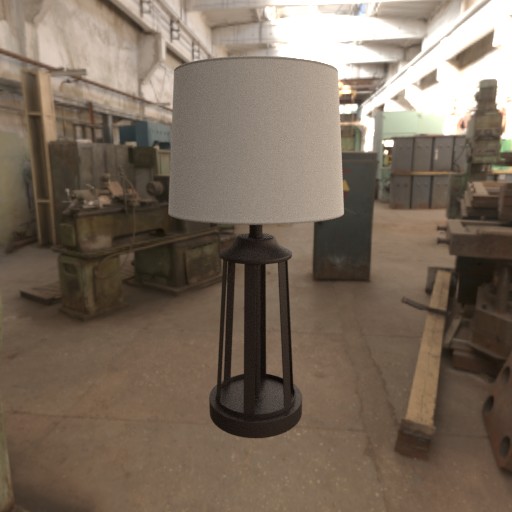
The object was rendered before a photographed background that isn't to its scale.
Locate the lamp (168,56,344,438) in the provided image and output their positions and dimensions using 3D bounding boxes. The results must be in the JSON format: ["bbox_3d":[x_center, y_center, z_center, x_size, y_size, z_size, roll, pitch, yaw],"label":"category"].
[{"bbox_3d":[0.000,0.000,0.659,0.251,0.509,0.251,0,13,0],"label":"lamp"}]
